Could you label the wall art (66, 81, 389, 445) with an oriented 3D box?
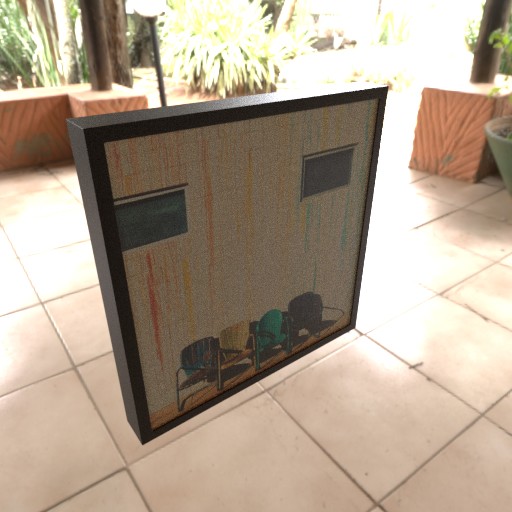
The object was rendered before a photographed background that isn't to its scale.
[{"bbox_3d":[0.000,0.000,0.449,0.304,0.304,0.038,-20,35,-32],"label":"wall art"}]
